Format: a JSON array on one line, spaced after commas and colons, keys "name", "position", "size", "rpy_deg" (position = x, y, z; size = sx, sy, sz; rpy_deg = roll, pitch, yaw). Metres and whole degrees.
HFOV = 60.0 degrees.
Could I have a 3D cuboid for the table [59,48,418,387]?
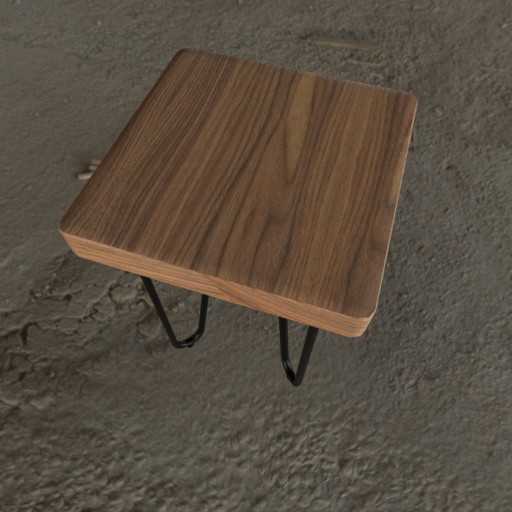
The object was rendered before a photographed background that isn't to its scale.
[{"name": "table", "position": [0.000, 0.000, 1.010], "size": [0.479, 0.641, 0.480], "rpy_deg": [15, 60, 9]}]
